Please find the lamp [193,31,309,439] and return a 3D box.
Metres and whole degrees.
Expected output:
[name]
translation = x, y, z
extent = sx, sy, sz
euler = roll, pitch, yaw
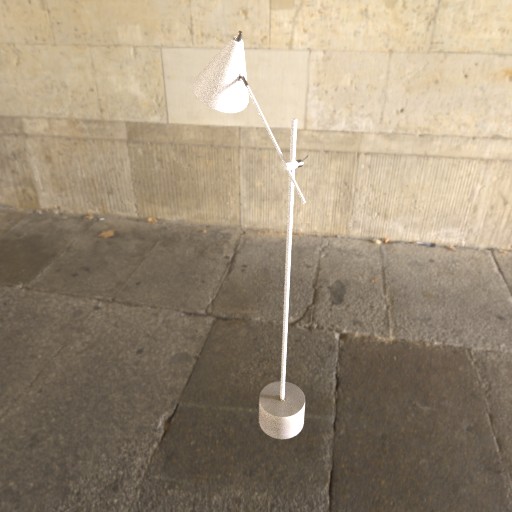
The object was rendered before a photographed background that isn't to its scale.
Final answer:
[lamp]
translation = 0.000, 0.000, 1.582
extent = 0.223, 1.430, 0.508
euler = -19, 35, -28
